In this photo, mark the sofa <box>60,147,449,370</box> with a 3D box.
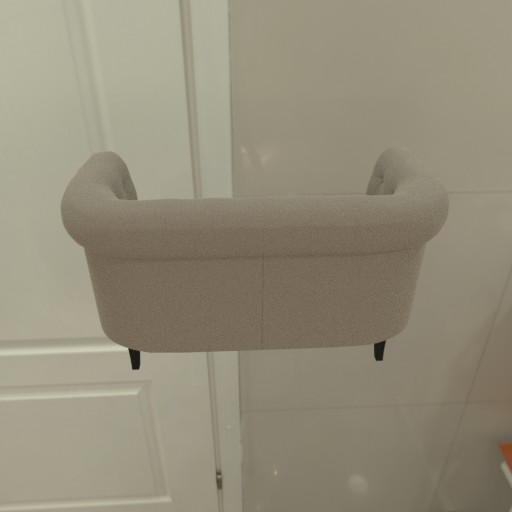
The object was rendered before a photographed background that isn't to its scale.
[{"bbox_3d":[0.000,0.000,2.012,1.558,0.827,0.835,-1,30,-3],"label":"sofa"}]
